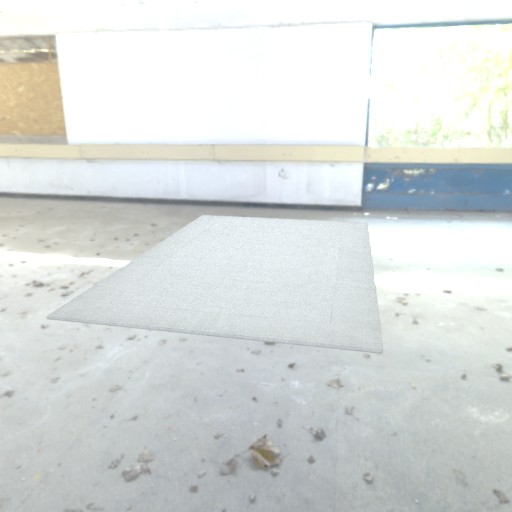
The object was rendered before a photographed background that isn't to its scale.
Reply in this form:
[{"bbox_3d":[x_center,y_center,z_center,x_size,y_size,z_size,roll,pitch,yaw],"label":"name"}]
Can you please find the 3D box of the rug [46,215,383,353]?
[{"bbox_3d":[0.000,0.000,2.383,1.219,0.013,1.829,4,18,11],"label":"rug"}]
